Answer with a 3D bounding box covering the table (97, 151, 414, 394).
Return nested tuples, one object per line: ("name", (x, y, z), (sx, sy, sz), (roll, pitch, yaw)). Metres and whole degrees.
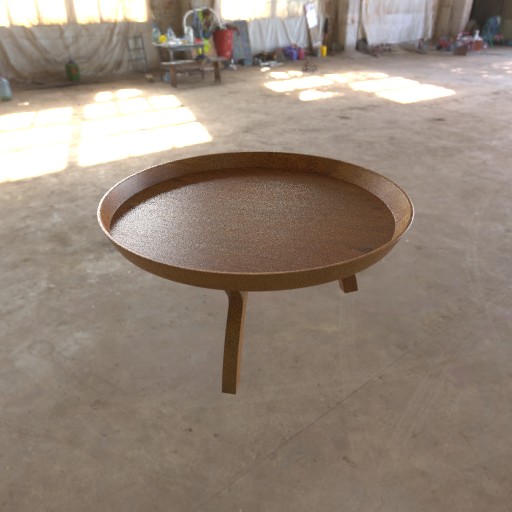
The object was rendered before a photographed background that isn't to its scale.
("table", (0.000, 0.000, 1.596), (1.016, 0.470, 1.016), (0, 30, 0))
